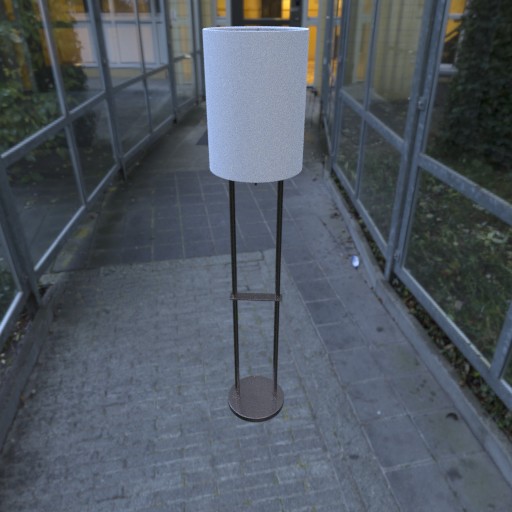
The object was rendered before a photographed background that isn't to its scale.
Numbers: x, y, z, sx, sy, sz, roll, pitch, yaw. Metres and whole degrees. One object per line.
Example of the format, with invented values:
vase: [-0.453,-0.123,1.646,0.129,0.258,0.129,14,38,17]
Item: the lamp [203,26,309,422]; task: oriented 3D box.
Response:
lamp: [0.000,0.000,1.642,0.306,1.500,0.305,2,29,3]
